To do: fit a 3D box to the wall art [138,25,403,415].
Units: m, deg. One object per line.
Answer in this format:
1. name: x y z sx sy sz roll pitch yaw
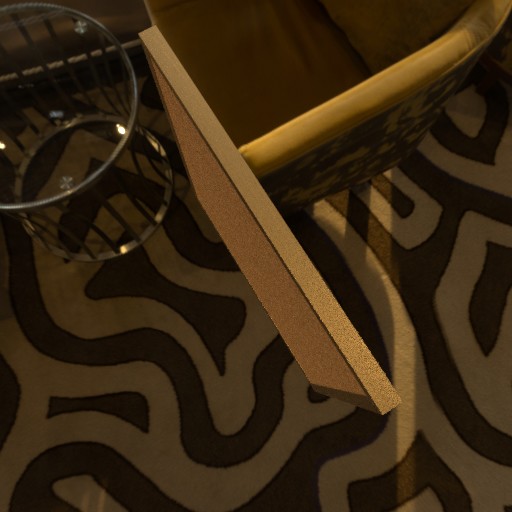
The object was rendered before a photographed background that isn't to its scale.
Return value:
1. wall art: 0.000 0.000 1.096 0.036 0.765 0.767 -30 77 -7
